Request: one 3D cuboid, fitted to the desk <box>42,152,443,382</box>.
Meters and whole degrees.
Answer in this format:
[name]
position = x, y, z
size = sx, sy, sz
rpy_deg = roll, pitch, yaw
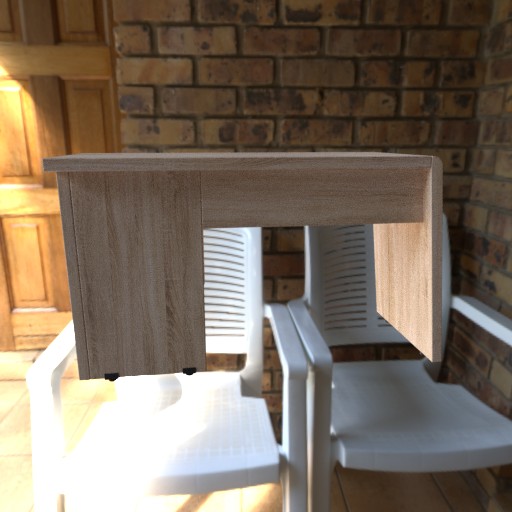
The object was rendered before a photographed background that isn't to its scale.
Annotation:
[desk]
position = 0.000, 0.000, 1.679
size = 1.300, 0.750, 0.500
rpy_deg = -2, 15, -8
